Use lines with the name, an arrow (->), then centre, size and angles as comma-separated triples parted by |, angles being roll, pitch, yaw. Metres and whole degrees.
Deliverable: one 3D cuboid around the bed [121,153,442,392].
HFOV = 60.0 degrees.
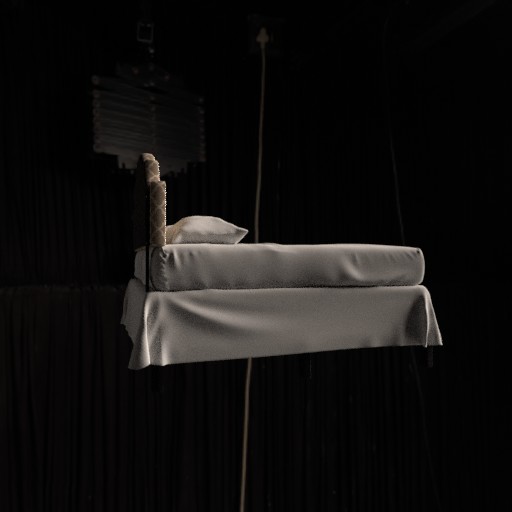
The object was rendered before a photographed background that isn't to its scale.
bed -> 0.000, 0.000, 3.862 | 2.222, 1.601, 2.314 | 0, 0, -18
